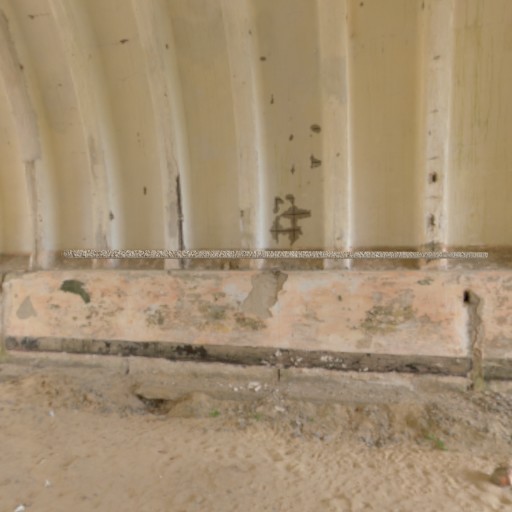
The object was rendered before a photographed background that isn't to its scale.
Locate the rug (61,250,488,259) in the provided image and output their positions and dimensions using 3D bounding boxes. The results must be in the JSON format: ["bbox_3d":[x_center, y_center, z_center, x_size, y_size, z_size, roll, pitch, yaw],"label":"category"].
[{"bbox_3d":[0.000,0.000,2.106,1.600,0.025,1.199,0,0,-19],"label":"rug"}]
